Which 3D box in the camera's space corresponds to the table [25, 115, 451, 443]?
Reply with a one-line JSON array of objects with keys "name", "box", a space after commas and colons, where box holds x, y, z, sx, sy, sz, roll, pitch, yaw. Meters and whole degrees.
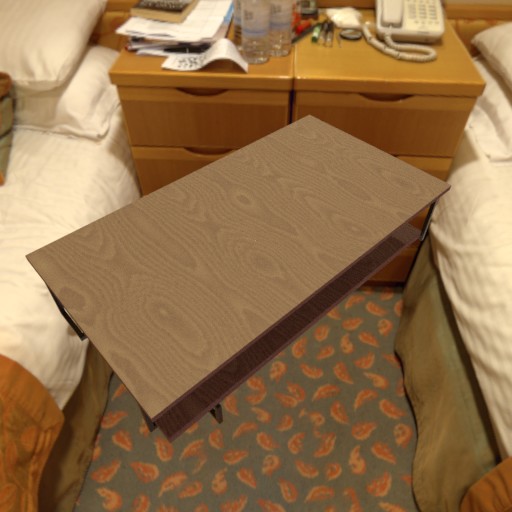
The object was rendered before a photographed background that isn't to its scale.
[{"name": "table", "box": [0.000, 0.000, 1.507, 1.197, 0.347, 0.651, -33, 55, -28]}]
